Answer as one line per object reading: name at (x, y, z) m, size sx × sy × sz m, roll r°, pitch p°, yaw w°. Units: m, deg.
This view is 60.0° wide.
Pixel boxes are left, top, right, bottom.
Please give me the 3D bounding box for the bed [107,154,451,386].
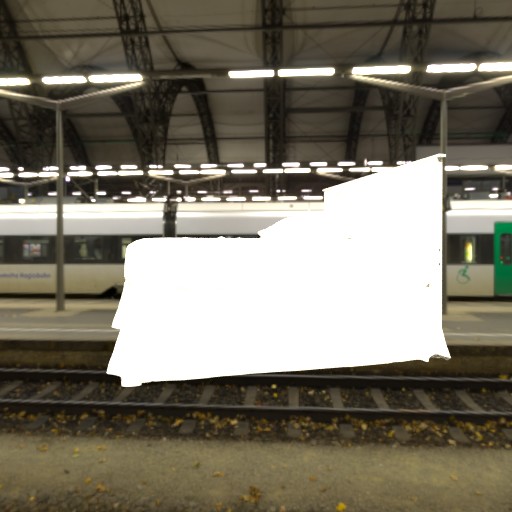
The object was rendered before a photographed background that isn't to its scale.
bed at (0.000, 0.000, 3.256) m, size 2.047 × 1.269 × 1.876 m, roll 0°, pitch 1°, yaw -17°
